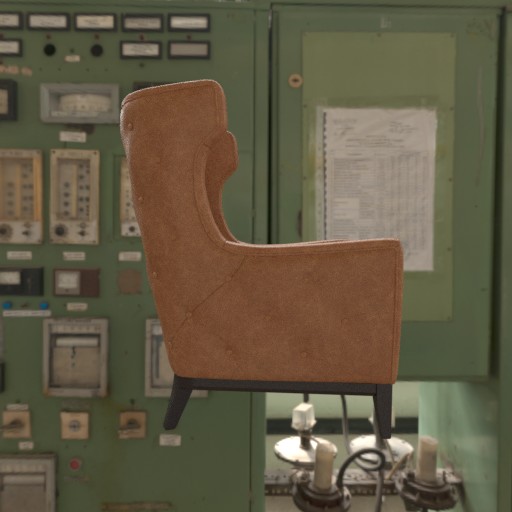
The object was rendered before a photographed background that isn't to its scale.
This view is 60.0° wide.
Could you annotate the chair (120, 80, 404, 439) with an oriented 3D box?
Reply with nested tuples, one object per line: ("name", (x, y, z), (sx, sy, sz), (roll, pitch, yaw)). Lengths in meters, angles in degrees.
("chair", (0.000, 0.000, 1.668), (0.899, 1.079, 0.766), (0, 2, 1))
